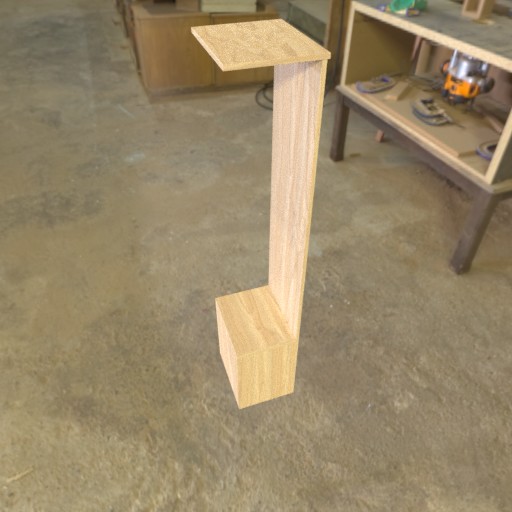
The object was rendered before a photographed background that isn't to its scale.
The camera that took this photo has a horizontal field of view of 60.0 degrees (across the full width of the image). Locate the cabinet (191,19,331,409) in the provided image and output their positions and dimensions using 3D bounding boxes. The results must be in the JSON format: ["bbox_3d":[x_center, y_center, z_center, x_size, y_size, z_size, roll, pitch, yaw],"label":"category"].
[{"bbox_3d":[0.000,0.000,2.059,0.338,1.879,0.411,-13,43,-14],"label":"cabinet"}]
